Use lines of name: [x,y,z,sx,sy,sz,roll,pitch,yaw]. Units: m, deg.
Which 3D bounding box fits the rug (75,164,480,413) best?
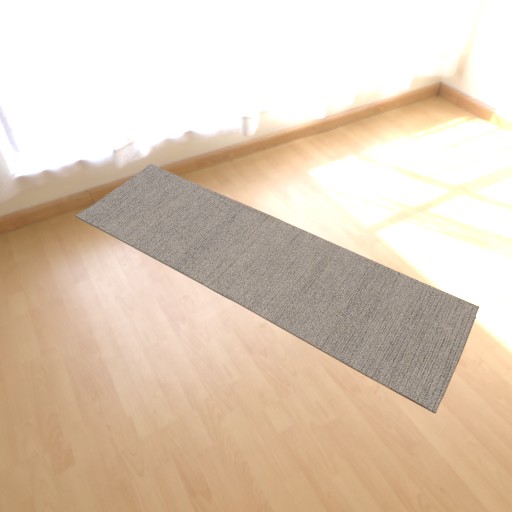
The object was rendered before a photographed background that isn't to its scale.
rug: [0.000,0.000,2.530,2.320,0.032,0.692,26,50,24]
